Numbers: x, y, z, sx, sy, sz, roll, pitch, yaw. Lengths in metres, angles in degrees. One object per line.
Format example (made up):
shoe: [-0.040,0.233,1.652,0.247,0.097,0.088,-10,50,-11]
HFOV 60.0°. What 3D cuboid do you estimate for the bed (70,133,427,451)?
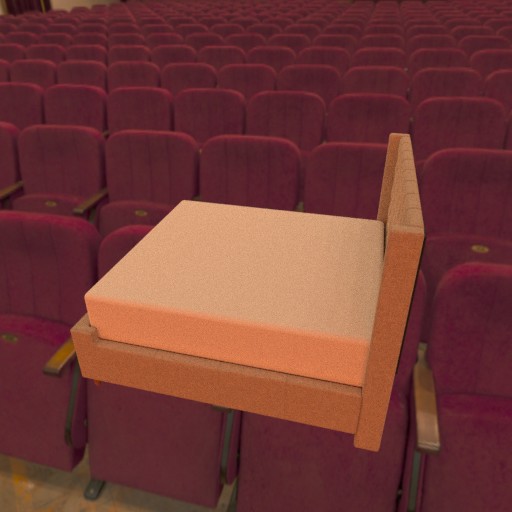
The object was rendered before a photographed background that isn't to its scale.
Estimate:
bed: [0.000,0.000,3.806,2.370,1.743,2.045,7,31,13]
